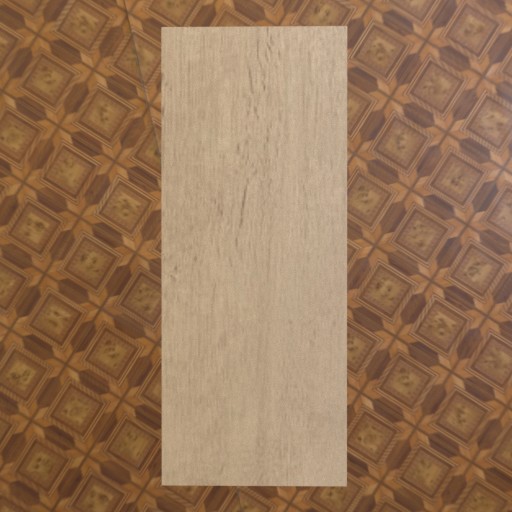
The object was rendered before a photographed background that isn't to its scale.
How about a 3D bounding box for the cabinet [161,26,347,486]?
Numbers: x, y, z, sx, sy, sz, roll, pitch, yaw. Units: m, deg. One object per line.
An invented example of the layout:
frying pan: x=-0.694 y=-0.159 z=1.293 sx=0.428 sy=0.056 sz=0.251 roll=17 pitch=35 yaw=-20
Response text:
cabinet: x=0.000 y=0.000 z=1.413 sx=0.420 sy=0.820 sz=1.040 roll=0 pitch=90 yaw=1
